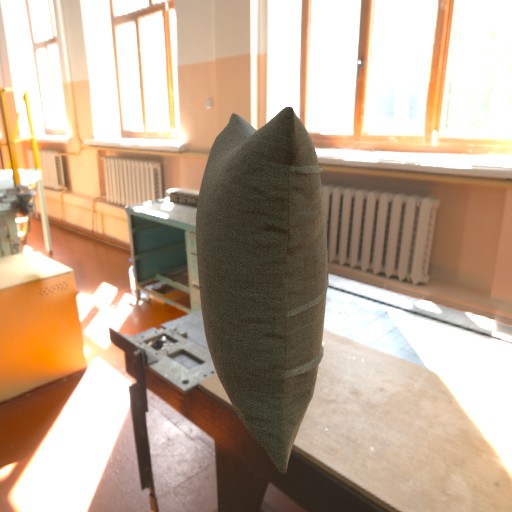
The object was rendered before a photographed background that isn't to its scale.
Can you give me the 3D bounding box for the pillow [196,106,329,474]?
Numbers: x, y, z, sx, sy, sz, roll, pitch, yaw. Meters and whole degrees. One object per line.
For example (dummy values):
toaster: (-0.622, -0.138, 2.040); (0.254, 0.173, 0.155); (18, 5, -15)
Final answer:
pillow: (0.000, 0.000, 0.641); (0.169, 0.400, 0.424); (-3, 17, -10)
